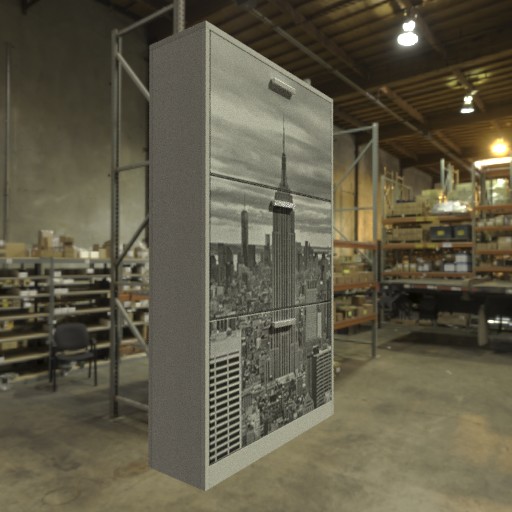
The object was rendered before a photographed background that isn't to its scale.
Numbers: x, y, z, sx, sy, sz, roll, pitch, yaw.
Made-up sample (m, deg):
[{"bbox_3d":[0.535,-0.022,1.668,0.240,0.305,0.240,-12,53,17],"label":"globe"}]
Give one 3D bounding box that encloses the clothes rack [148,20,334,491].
[{"bbox_3d":[0.000,0.000,1.570,0.250,1.280,0.750,0,-1,37],"label":"clothes rack"}]
